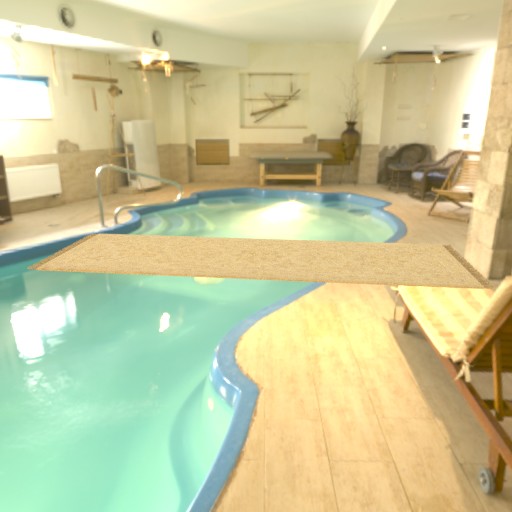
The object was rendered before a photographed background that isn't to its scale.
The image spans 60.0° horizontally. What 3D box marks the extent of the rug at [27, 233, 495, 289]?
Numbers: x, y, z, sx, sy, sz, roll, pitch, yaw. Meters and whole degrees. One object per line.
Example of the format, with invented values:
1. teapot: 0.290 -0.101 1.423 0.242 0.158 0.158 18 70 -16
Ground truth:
1. rug: 0.000 0.000 2.769 2.544 0.015 0.795 2 18 7
